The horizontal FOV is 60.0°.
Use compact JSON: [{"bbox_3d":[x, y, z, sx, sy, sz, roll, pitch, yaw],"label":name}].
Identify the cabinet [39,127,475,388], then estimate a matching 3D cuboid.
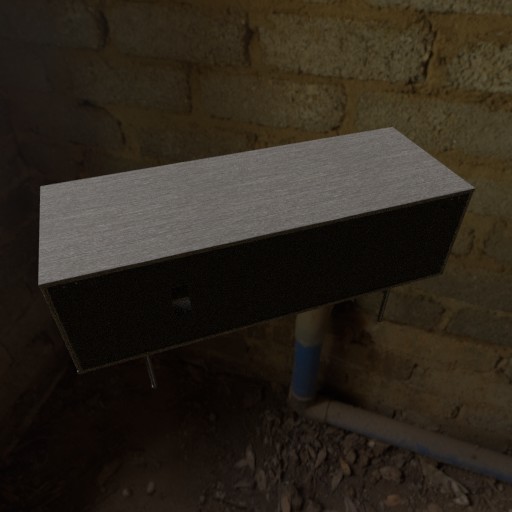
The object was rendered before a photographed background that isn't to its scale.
[{"bbox_3d":[0.000,0.000,1.616,1.300,0.599,0.500,-13,43,-15],"label":"cabinet"}]
